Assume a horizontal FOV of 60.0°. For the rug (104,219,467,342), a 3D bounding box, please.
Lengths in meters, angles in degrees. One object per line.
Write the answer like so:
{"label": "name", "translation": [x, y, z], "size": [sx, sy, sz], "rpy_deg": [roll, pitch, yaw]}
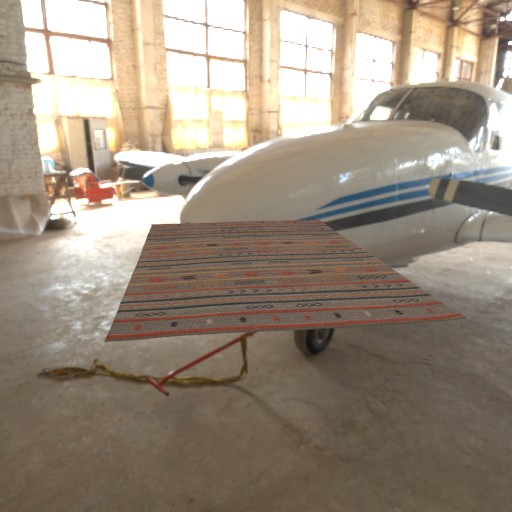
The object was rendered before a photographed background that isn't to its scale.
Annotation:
{"label": "rug", "translation": [0.000, 0.000, 2.328], "size": [1.220, 0.017, 1.835], "rpy_deg": [-2, 16, -8]}
